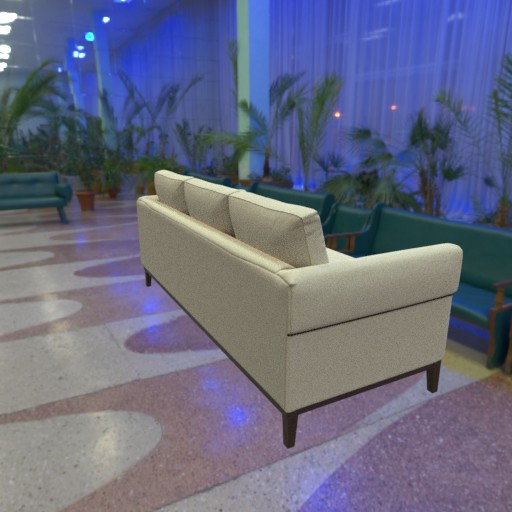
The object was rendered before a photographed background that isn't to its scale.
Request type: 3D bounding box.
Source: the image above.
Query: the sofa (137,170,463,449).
[{"bbox_3d":[0.000,0.000,2.688,0.902,0.911,2.198,-8,18,-27],"label":"sofa"}]
